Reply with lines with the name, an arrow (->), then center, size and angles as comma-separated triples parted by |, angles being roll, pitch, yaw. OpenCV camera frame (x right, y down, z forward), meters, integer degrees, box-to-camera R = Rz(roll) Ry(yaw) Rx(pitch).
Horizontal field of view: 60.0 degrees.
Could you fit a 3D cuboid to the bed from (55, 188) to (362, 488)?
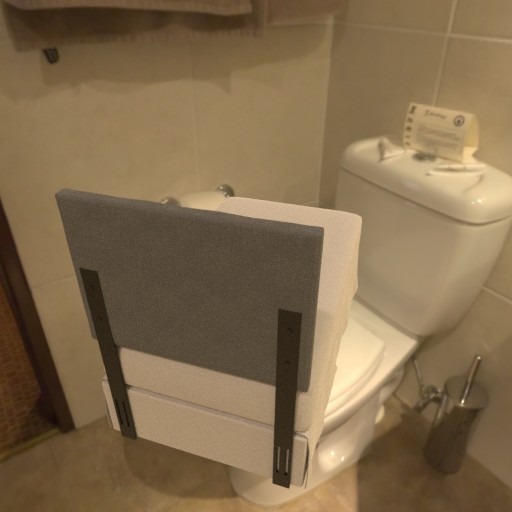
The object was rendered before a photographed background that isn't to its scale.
bed -> 0.000, 0.000, 2.895 | 1.261, 1.571, 1.997 | 10, 33, 15
